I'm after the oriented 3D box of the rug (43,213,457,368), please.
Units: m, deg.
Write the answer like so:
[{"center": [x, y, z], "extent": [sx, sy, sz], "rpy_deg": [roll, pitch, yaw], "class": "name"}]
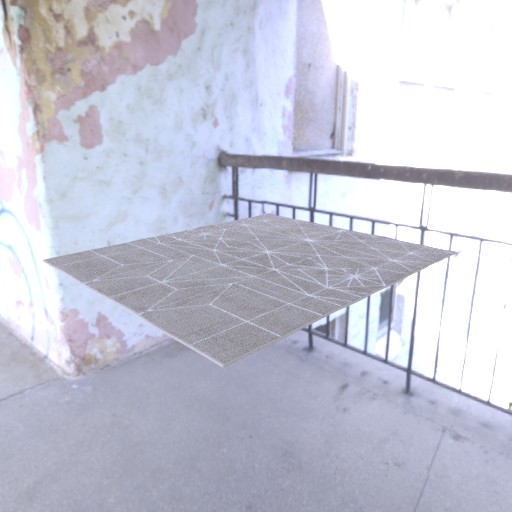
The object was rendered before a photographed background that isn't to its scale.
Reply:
[{"center": [0.000, 0.000, 0.895], "extent": [0.639, 0.006, 0.548], "rpy_deg": [-16, 23, -42], "class": "rug"}]
